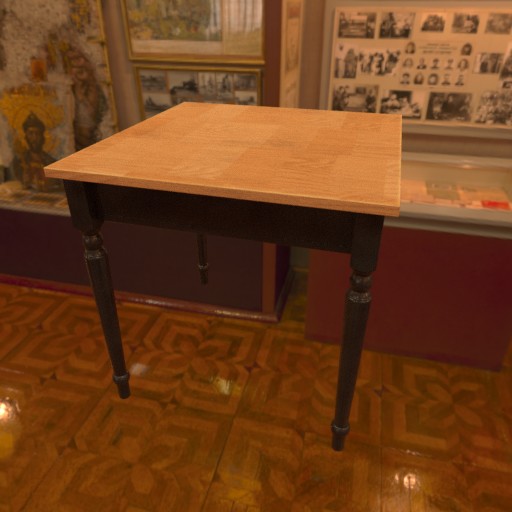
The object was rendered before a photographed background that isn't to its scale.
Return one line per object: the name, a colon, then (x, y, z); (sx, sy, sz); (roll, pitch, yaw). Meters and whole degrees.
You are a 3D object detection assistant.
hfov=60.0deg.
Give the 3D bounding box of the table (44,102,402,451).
table: (0.000, 0.000, 1.368); (0.747, 0.738, 0.747); (8, 31, 14)
